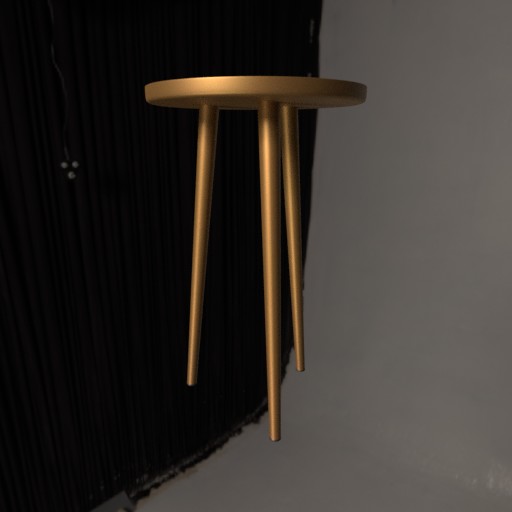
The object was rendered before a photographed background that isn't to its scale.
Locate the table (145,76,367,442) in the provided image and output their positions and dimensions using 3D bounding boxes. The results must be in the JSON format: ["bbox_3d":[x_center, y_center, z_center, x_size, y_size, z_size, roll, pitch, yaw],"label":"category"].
[{"bbox_3d":[0.000,0.000,0.678,0.299,0.480,0.299,14,21,41],"label":"table"}]
